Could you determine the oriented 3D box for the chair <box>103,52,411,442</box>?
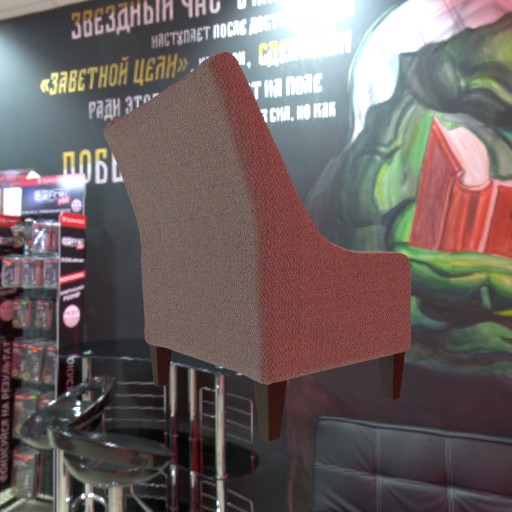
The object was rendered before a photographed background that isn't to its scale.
[{"bbox_3d":[0.000,0.000,1.622,0.870,1.014,0.774,0,0,-39],"label":"chair"}]
